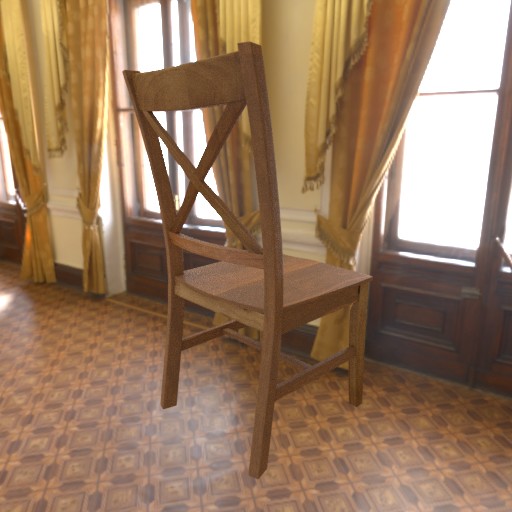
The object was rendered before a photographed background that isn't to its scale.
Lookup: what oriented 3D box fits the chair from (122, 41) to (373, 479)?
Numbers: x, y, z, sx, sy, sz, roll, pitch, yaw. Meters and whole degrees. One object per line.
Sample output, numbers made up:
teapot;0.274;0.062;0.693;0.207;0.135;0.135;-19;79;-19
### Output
chair;0.000;0.000;1.262;0.542;0.983;0.485;-13;20;-42
